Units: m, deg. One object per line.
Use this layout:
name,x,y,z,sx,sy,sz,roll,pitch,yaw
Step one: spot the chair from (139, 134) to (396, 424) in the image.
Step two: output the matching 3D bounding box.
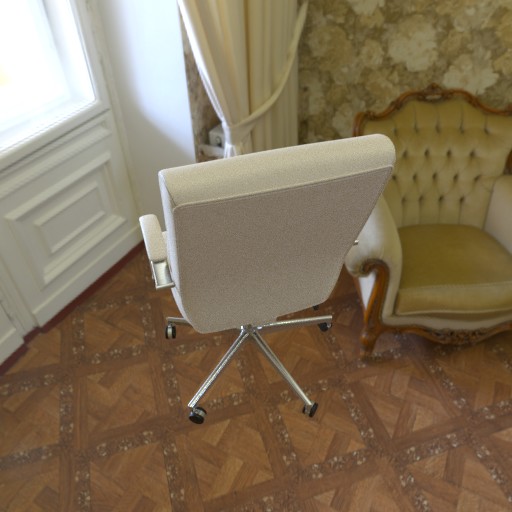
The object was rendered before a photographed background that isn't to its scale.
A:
chair,0.000,0.000,1.565,0.727,1.099,0.745,-13,43,-14
